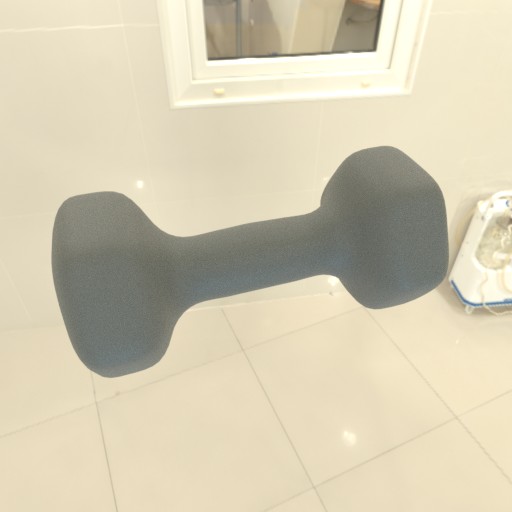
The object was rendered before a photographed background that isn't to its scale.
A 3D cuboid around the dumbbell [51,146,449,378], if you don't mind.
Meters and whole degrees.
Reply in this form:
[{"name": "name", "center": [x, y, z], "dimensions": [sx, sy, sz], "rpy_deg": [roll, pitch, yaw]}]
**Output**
[{"name": "dumbbell", "center": [0.000, 0.000, 0.224], "dimensions": [0.184, 0.081, 0.090], "rpy_deg": [-11, 43, -13]}]
